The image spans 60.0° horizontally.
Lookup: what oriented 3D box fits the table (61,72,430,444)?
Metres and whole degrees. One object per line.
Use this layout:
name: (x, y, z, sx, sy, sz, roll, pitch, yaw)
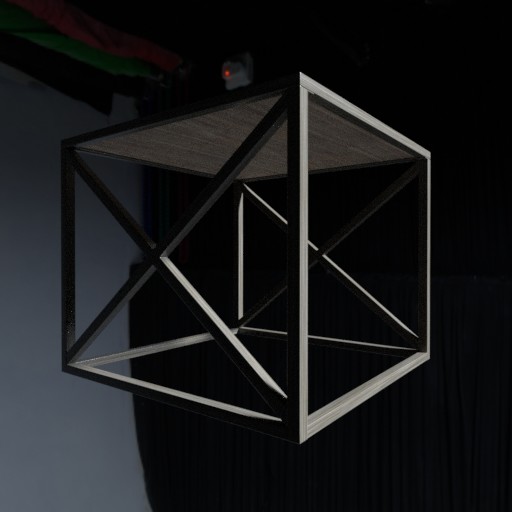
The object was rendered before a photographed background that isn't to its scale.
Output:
table: (0.000, 0.000, 1.029, 0.611, 0.507, 0.609, 0, 1, 37)
